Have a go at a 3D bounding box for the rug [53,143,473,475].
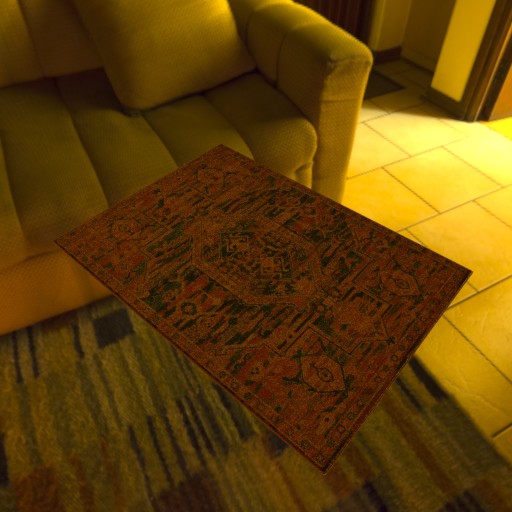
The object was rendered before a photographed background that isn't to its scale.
[{"bbox_3d":[0.000,0.000,2.844,2.204,0.024,1.588,33,54,27],"label":"rug"}]
